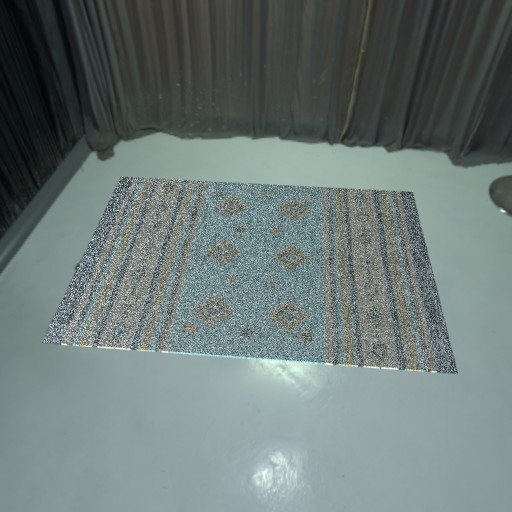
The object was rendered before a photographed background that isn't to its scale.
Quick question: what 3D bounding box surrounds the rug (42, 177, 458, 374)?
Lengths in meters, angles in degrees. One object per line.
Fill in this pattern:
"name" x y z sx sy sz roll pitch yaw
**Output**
"rug" 0.000 0.000 2.334 1.811 0.010 1.212 3 47 3
